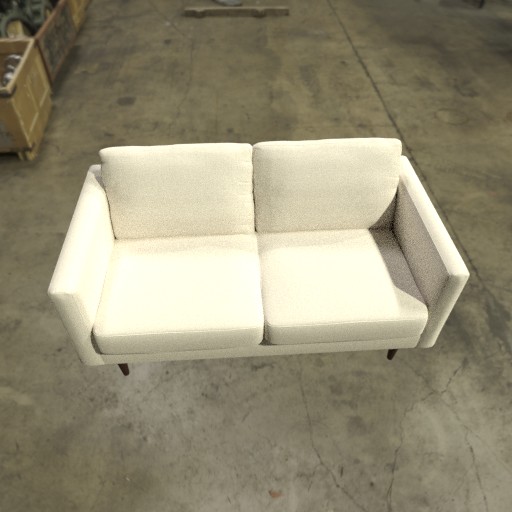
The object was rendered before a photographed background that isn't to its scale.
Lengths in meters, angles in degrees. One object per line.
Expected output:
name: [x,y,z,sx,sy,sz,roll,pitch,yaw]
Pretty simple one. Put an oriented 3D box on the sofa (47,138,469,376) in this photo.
sofa: [0.000,0.000,2.227,1.713,0.893,0.940,-3,46,-3]
